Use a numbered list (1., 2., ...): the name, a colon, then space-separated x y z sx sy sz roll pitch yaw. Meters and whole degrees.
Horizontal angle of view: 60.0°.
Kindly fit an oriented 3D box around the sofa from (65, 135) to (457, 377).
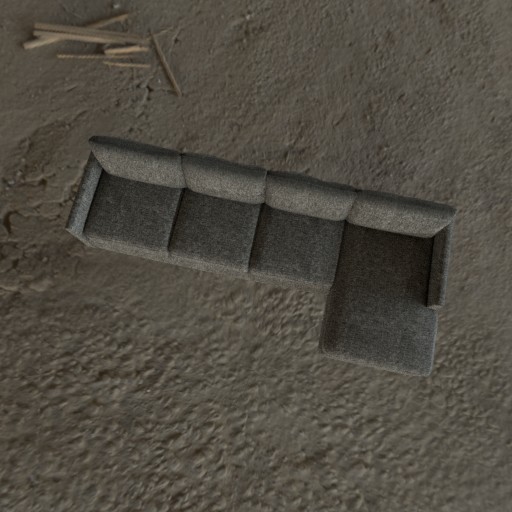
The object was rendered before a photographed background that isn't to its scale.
1. sofa: 0.000 0.000 4.083 3.384 0.970 1.488 12 76 3
